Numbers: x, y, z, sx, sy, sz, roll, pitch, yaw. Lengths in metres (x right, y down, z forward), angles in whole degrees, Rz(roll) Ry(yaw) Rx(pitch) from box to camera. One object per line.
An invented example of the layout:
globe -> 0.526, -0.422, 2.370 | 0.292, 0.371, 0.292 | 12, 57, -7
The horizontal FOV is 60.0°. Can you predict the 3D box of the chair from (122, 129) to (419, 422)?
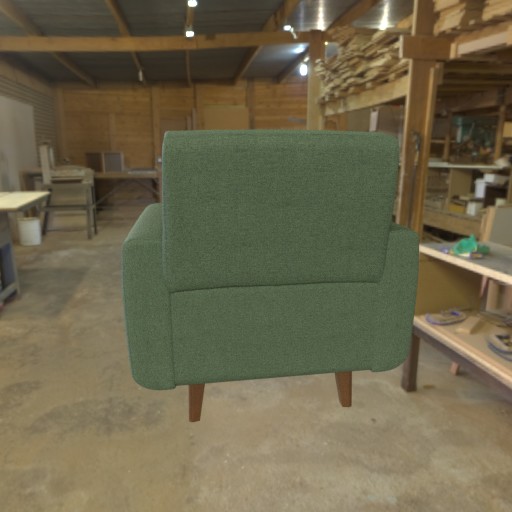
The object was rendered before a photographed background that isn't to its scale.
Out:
chair -> 0.000, 0.000, 1.573 | 0.831, 0.841, 0.909 | -2, 14, -9
